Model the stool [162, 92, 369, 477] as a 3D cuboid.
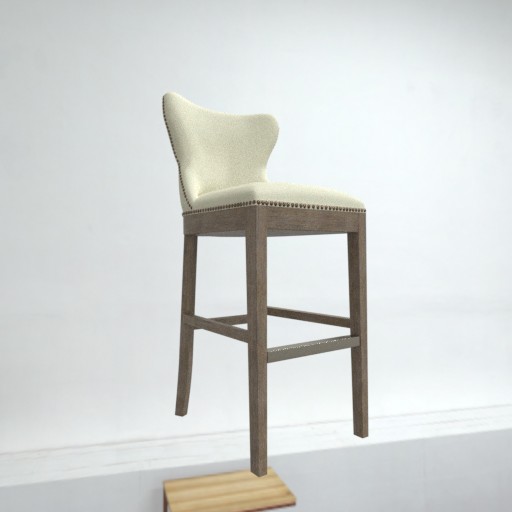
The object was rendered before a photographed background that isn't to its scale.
[{"bbox_3d":[0.000,0.000,1.488,0.494,1.123,0.606,-1,1,-36],"label":"stool"}]
